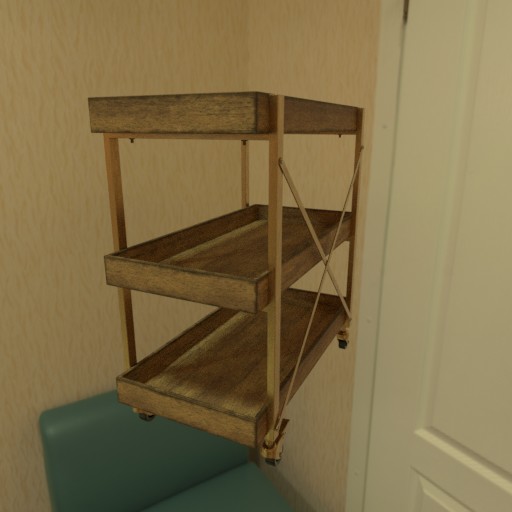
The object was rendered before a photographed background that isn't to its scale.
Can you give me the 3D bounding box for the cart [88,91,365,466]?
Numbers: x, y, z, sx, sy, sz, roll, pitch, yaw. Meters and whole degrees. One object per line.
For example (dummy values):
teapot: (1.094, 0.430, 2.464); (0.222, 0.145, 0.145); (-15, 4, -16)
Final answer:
cart: (0.000, 0.000, 1.228); (0.416, 0.799, 0.750); (8, 18, 25)
